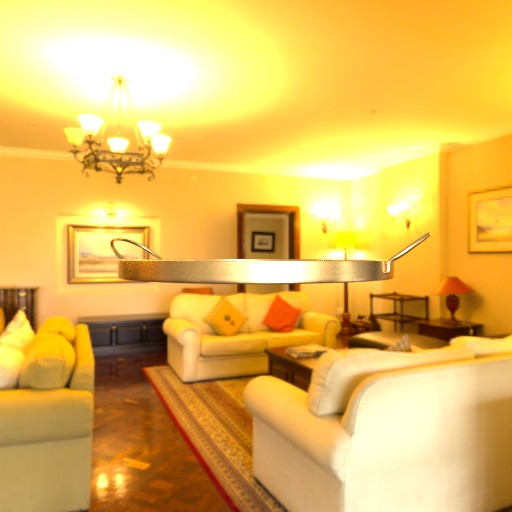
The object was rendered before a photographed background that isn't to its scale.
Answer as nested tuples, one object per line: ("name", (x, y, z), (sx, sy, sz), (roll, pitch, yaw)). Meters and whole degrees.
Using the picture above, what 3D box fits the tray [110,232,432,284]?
("tray", (0.000, 0.000, 0.736), (0.543, 0.069, 0.438), (0, 0, 19))
